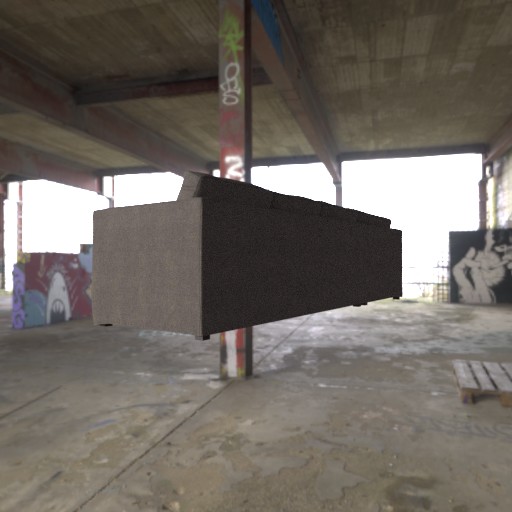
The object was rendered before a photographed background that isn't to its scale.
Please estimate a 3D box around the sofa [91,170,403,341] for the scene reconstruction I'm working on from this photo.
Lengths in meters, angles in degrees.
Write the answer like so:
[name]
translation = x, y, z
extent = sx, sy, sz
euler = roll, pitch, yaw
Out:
[sofa]
translation = 0.000, 0.000, 3.973
extent = 1.650, 0.922, 3.205
euler = 0, -1, 36
